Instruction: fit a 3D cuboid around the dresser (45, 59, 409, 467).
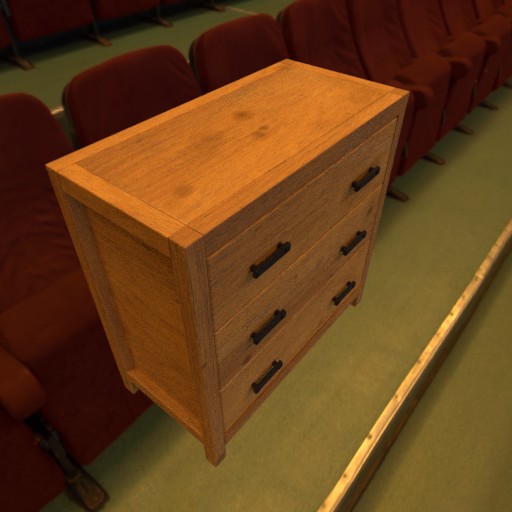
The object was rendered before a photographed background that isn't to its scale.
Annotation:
[{"bbox_3d":[0.000,0.000,1.275,0.427,0.804,0.804,29,49,28],"label":"dresser"}]
